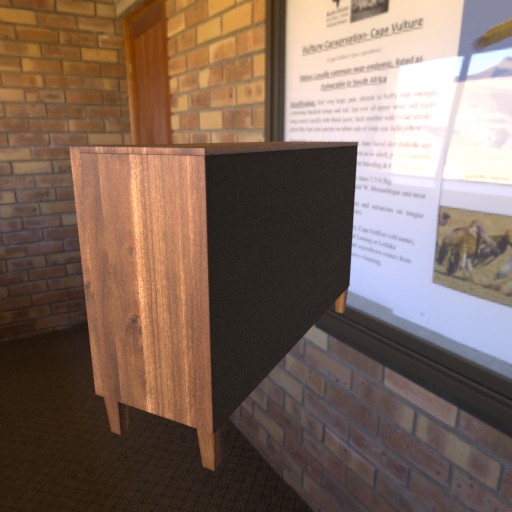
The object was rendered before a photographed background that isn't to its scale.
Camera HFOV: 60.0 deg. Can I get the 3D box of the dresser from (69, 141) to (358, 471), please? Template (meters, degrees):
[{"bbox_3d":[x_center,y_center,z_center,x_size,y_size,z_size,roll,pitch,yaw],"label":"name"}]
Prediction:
[{"bbox_3d":[0.000,0.000,1.810,0.438,0.892,1.387,7,17,26],"label":"dresser"}]
